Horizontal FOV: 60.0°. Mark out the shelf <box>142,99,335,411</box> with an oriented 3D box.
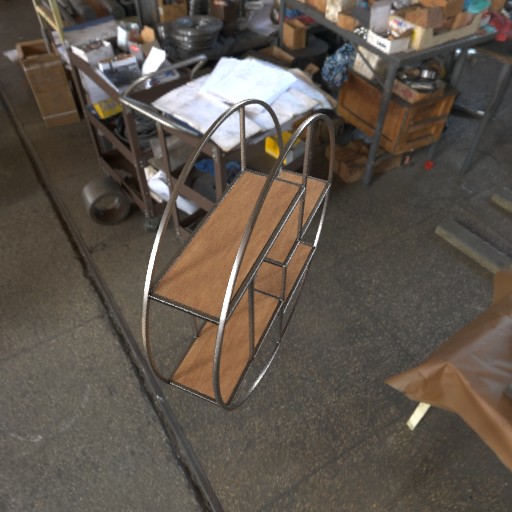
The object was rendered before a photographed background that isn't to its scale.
[{"bbox_3d":[0.000,0.000,1.359,0.202,0.888,0.888,18,50,16],"label":"shelf"}]
